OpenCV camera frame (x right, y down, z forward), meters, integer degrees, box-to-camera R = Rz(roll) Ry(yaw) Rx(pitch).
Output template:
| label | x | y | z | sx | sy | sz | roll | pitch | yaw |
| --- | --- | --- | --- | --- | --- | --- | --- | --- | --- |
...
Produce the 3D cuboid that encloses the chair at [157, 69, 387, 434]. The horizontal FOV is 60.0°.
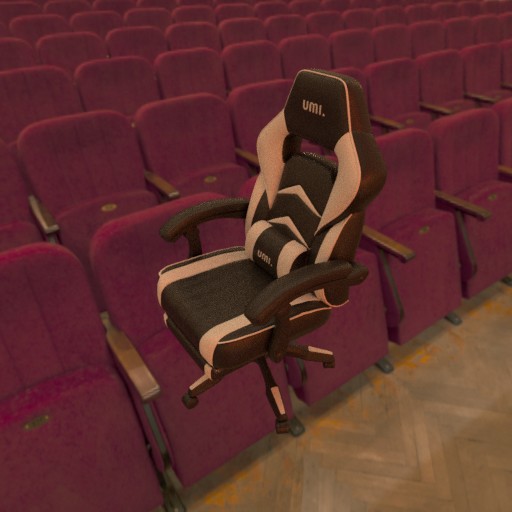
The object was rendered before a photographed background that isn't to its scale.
| label | x | y | z | sx | sy | sz | roll | pitch | yaw |
| --- | --- | --- | --- | --- | --- | --- | --- | --- | --- |
| chair | 0.000 | 0.000 | 1.619 | 0.700 | 1.200 | 0.676 | -22 | 39 | -29 |
